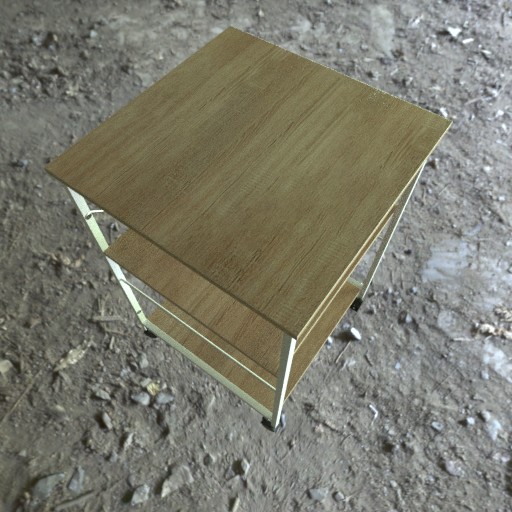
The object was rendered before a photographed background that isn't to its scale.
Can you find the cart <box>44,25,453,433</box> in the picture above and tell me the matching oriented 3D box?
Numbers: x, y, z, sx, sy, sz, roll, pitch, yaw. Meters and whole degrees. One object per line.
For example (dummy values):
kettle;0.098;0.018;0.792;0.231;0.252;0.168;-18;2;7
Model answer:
cart;0.000;0.000;1.112;0.520;0.762;0.521;32;63;18
